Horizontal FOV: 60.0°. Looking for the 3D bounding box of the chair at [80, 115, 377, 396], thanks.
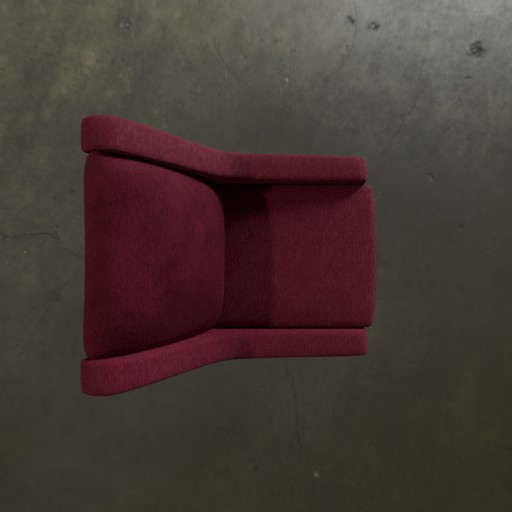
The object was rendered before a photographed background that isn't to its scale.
[{"bbox_3d":[0.000,0.000,1.715,0.985,1.017,0.793,0,90,0],"label":"chair"}]
